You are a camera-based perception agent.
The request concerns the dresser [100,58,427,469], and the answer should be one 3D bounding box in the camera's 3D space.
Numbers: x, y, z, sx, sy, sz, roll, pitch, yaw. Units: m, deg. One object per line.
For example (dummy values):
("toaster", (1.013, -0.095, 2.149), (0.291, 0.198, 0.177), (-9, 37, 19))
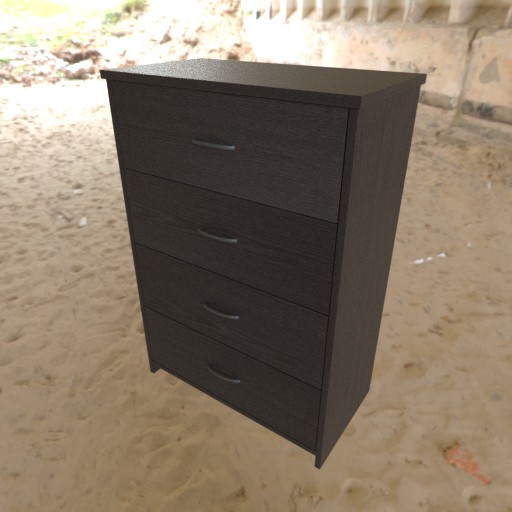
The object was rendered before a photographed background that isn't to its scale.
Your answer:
("dresser", (0.000, 0.000, 1.322), (0.704, 1.020, 0.399), (19, 34, 30))
